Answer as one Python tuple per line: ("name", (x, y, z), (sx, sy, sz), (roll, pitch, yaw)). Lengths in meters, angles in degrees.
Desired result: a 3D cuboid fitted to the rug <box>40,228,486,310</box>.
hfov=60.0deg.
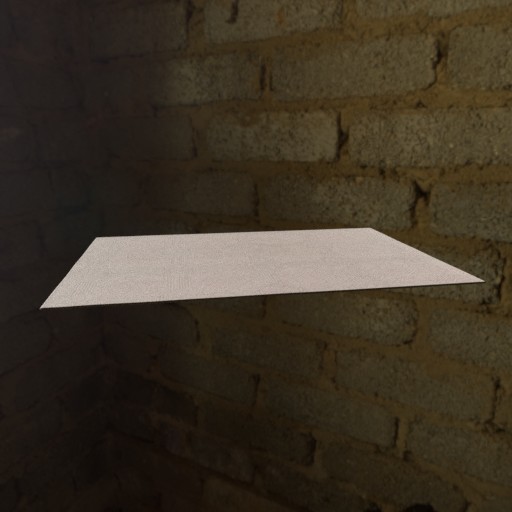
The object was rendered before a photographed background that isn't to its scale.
("rug", (0.000, 0.000, 2.374), (1.839, 0.009, 1.236), (-3, 15, -9))
